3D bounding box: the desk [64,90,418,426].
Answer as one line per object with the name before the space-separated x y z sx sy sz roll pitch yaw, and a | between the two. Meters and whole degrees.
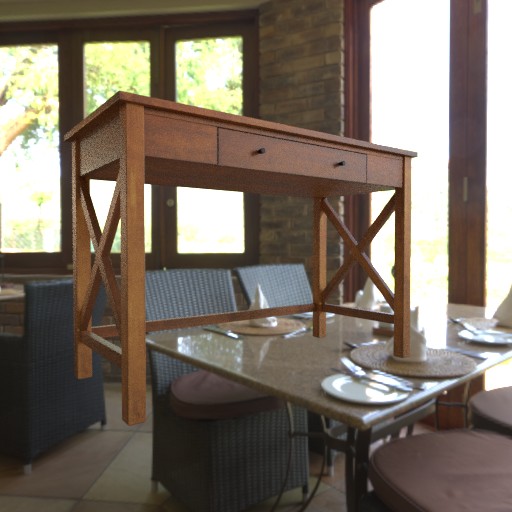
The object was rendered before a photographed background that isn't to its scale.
desk | 0.000 0.000 1.522 1.117 0.762 0.508 -1 2 -36
